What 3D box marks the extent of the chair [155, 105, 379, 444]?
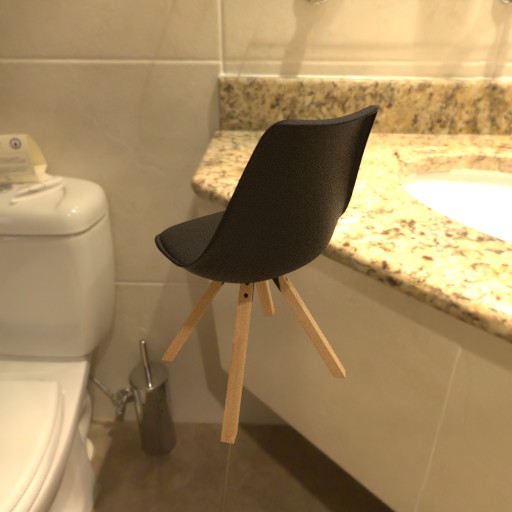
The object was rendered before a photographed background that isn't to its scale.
[{"bbox_3d":[0.000,0.000,1.211,0.485,0.850,0.549,-19,35,-30],"label":"chair"}]
